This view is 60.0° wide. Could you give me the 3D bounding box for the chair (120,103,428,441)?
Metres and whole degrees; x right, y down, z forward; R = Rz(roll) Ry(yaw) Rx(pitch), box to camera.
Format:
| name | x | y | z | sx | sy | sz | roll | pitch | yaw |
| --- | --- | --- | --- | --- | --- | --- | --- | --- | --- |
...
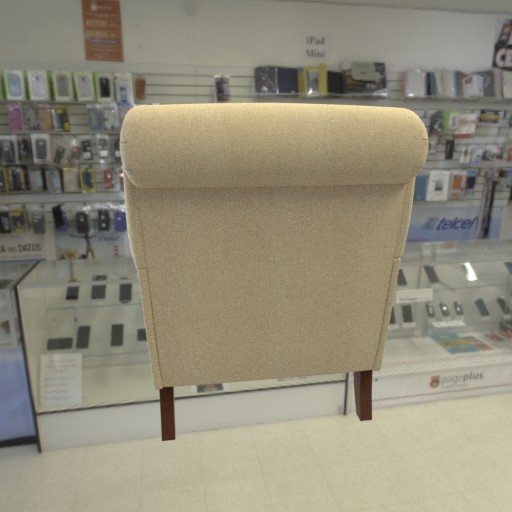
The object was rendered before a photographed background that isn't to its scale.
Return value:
| name | x | y | z | sx | sy | sz | roll | pitch | yaw |
| --- | --- | --- | --- | --- | --- | --- | --- | --- | --- |
| chair | 0.000 | 0.000 | 1.507 | 0.766 | 0.944 | 0.842 | -2 | 15 | -9 |
